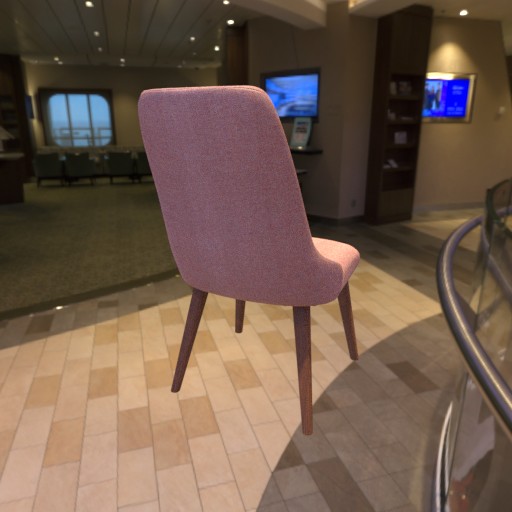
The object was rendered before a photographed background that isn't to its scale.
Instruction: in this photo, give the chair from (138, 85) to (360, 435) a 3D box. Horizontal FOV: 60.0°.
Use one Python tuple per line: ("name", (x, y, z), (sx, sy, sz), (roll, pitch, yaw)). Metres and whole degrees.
("chair", (0.000, 0.000, 1.342), (0.535, 0.918, 0.707), (9, 19, 26))
